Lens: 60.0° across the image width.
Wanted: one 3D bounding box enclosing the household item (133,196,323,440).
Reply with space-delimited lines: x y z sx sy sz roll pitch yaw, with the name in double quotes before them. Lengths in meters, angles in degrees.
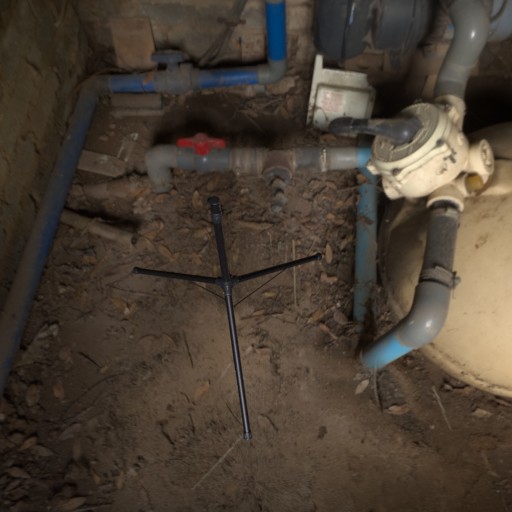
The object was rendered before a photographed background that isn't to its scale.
"household item" 0.000 0.000 2.775 1.339 1.595 1.596 -32 67 -15
